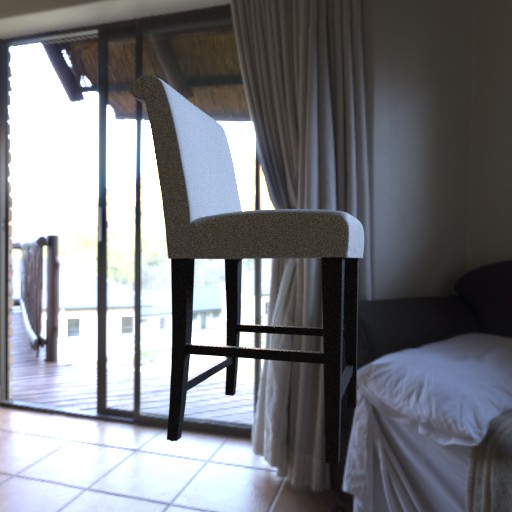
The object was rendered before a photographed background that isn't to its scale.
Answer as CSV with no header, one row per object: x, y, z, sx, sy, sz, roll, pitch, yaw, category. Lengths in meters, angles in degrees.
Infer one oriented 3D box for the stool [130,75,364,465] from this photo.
0.000,0.000,1.321,0.597,0.976,0.452,0,-1,18,stool
